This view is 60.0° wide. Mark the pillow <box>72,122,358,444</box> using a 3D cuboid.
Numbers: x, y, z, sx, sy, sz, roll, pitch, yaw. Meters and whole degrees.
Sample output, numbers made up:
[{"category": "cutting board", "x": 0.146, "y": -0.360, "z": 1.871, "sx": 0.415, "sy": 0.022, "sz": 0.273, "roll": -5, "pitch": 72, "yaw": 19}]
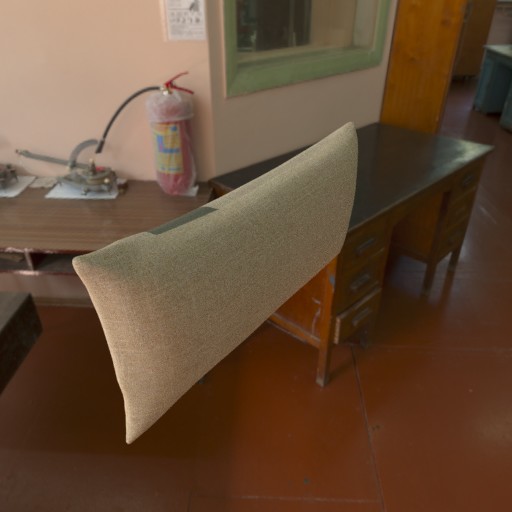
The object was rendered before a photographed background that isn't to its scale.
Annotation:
[{"category": "pillow", "x": 0.000, "y": 0.000, "z": 1.018, "sx": 0.197, "sy": 0.429, "sz": 0.859, "roll": 22, "pitch": 38, "yaw": 30}]
